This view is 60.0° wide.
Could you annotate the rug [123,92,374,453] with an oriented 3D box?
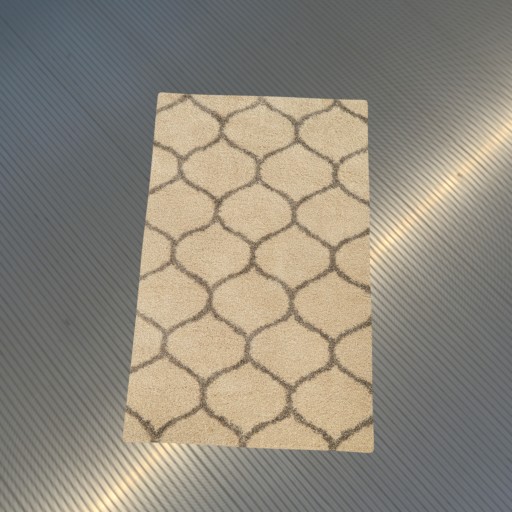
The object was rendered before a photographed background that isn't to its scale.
[{"bbox_3d":[0.000,0.000,2.911,1.501,0.024,2.348,2,77,1],"label":"rug"}]
